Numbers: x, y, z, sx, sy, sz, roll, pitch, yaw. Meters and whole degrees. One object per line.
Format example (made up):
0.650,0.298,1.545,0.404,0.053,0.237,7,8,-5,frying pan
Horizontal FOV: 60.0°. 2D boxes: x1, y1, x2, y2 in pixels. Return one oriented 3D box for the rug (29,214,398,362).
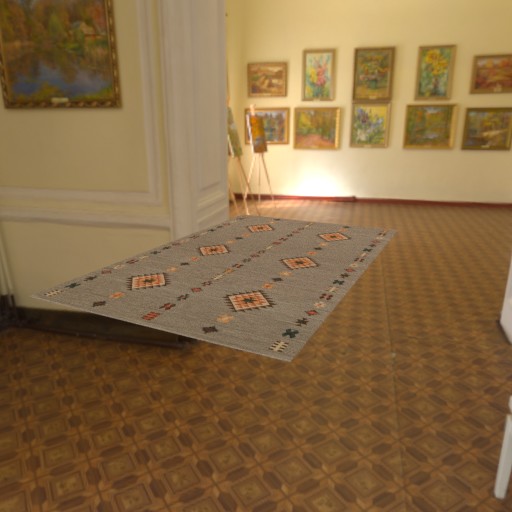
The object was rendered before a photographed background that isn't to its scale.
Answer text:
0.000,0.000,3.097,1.515,0.007,2.427,8,19,25,rug
